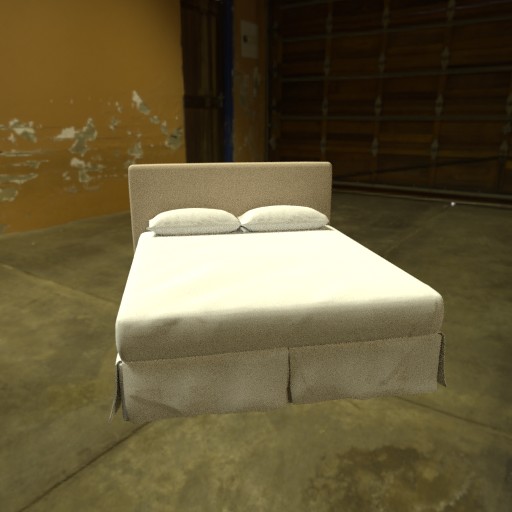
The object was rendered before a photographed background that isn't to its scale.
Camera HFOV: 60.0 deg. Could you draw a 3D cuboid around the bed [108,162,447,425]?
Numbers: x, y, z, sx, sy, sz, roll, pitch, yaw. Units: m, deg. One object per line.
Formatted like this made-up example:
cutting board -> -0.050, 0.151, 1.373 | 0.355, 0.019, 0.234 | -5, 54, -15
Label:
bed -> 0.000, 0.000, 3.573 | 2.119, 1.317, 2.319 | -3, 16, -10
